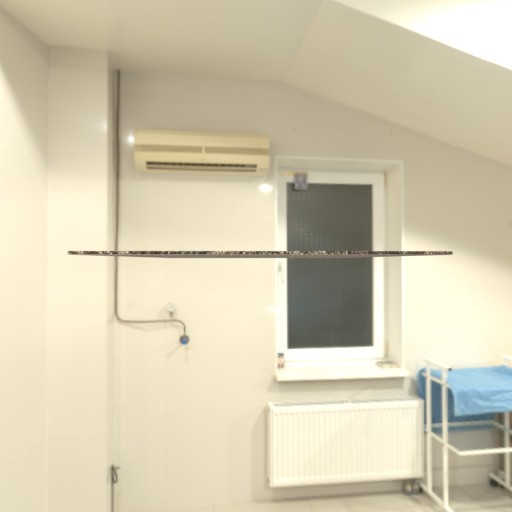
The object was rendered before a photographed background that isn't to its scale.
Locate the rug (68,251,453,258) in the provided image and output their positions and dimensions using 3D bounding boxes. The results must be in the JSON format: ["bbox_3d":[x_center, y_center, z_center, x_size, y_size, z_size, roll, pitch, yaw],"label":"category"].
[{"bbox_3d":[0.000,0.000,2.250,1.186,0.012,1.814,0,-1,-1],"label":"rug"}]
